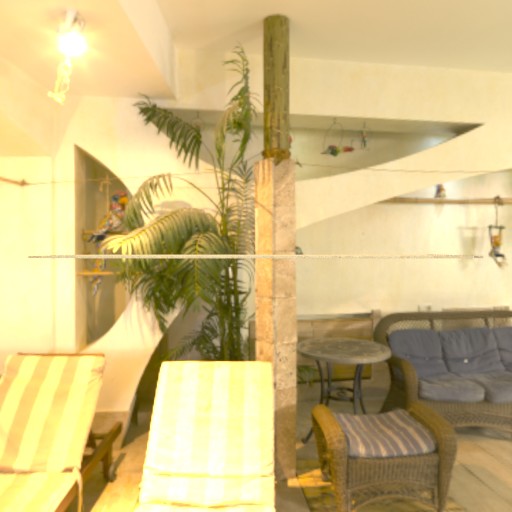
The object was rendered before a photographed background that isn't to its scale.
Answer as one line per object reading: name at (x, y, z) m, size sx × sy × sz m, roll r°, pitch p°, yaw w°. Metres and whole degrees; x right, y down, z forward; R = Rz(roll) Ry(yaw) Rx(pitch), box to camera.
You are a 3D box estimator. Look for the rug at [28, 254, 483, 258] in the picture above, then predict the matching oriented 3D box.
rug at (0.000, 0.000, 2.868) m, size 2.544 × 0.015 × 0.795 m, roll 0°, pitch 1°, yaw 0°
